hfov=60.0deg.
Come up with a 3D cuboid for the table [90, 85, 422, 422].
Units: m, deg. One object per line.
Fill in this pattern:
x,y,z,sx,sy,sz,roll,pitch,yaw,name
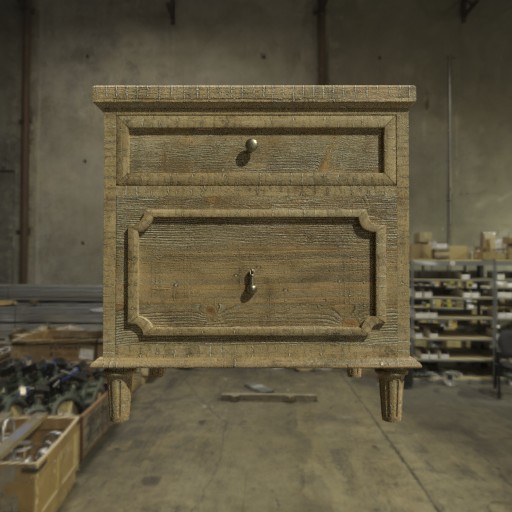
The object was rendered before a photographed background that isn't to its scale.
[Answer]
0.000,0.000,1.147,0.686,0.711,0.457,0,-1,0,table
